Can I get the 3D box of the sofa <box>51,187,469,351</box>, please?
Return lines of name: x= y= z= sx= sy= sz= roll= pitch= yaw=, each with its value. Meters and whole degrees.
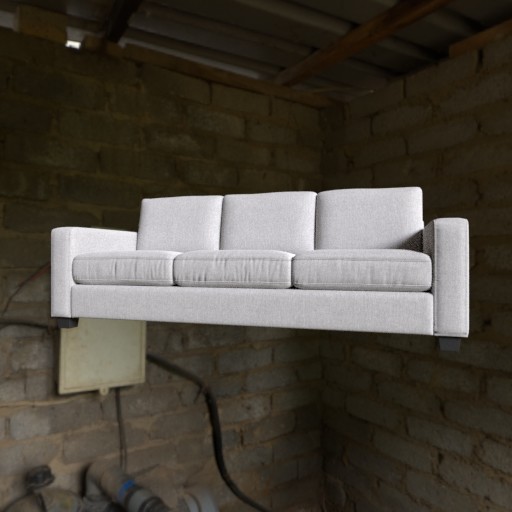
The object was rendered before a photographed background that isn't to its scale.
sofa: x=0.000 y=0.000 z=2.555 sx=2.120 sy=0.800 sz=0.900 roll=0 pitch=0 yaw=17
